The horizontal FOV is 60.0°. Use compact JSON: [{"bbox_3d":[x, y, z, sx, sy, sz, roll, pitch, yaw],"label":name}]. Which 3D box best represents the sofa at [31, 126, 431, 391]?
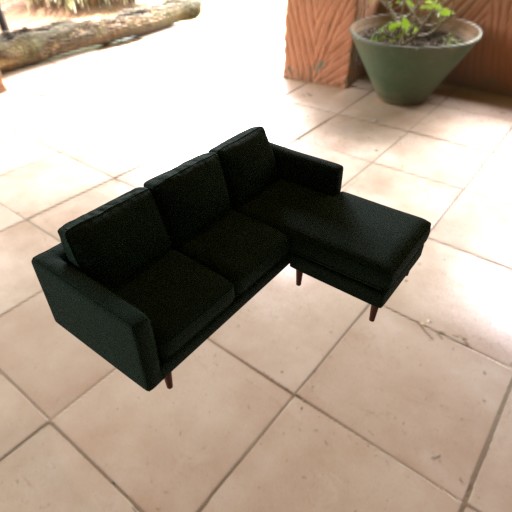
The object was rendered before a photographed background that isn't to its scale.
[{"bbox_3d":[0.000,0.000,2.835,1.580,0.899,2.030,25,45,28],"label":"sofa"}]
